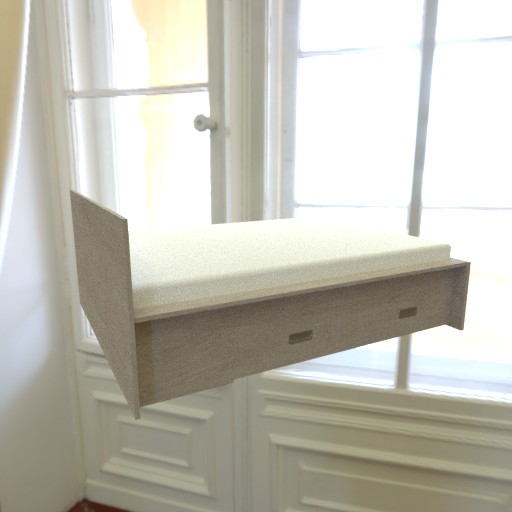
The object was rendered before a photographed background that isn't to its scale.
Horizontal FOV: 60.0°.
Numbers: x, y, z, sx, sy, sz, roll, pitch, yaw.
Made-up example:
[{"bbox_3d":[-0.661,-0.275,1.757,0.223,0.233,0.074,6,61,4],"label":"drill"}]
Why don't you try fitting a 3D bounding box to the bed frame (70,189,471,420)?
[{"bbox_3d":[0.000,0.000,2.816,1.960,0.800,1.622,-7,14,-28],"label":"bed frame"}]
